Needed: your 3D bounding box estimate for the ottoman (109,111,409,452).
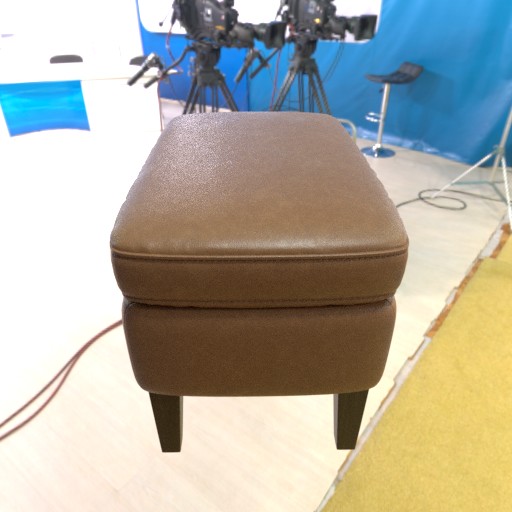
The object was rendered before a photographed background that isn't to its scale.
[{"bbox_3d":[0.000,0.000,0.938,0.420,0.480,0.670,-1,32,-1],"label":"ottoman"}]
